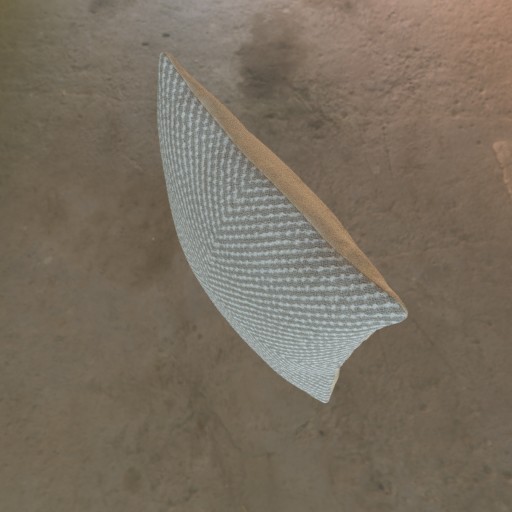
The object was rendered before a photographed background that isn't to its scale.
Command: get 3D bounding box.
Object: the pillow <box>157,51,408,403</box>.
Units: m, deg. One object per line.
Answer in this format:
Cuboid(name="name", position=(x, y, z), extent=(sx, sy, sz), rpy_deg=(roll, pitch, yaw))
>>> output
Cuboid(name="pillow", position=(0.000, 0.000, 0.702), extent=(0.181, 0.458, 0.459), rpy_deg=(-33, 68, -16))
